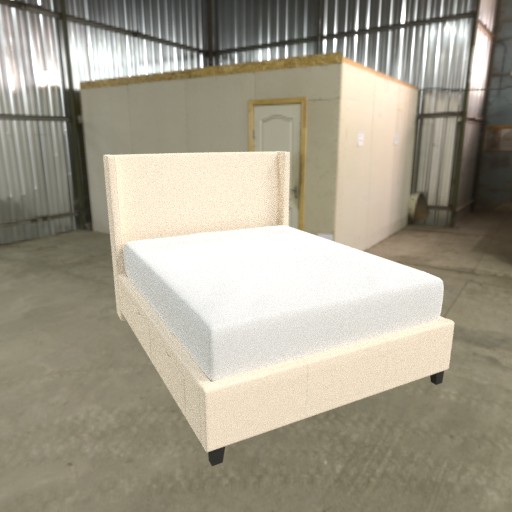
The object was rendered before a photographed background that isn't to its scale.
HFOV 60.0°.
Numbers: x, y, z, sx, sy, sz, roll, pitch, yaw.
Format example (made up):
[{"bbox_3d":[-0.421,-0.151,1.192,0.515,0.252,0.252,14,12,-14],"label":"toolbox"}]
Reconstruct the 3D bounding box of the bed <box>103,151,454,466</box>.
[{"bbox_3d":[0.000,0.000,3.407,1.765,1.471,2.280,-8,17,-27],"label":"bed"}]
